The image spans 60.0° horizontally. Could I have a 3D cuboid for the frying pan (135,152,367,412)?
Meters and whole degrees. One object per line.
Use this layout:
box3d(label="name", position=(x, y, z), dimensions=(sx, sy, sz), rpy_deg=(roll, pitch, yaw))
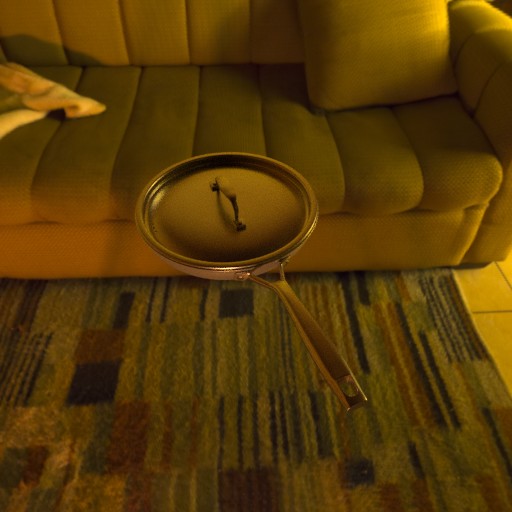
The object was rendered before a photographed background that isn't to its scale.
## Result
box3d(label="frying pan", position=(0.000, 0.000, 0.601), dimensions=(0.272, 0.086, 0.490), rpy_deg=(-17, 48, -16))
